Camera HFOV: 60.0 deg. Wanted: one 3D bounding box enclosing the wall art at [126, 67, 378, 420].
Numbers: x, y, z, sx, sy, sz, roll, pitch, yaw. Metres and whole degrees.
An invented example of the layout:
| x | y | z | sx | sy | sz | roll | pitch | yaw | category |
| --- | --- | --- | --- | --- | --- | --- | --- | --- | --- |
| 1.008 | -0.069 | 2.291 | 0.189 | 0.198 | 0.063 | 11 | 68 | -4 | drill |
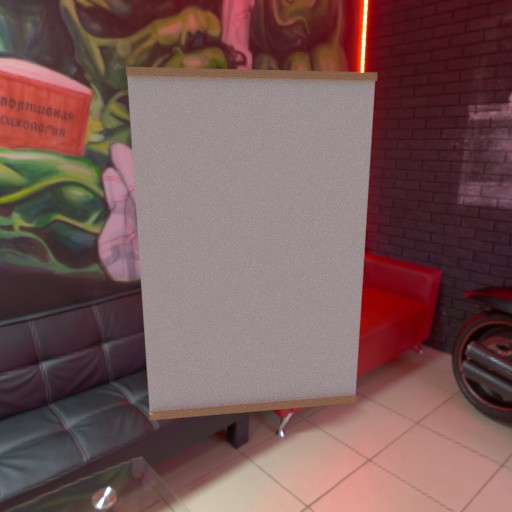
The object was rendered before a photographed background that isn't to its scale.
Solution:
| x | y | z | sx | sy | sz | roll | pitch | yaw | category |
| --- | --- | --- | --- | --- | --- | --- | --- | --- | --- |
| 0.000 | 0.000 | 1.936 | 0.991 | 1.510 | 0.040 | -2 | 14 | -8 | wall art |
